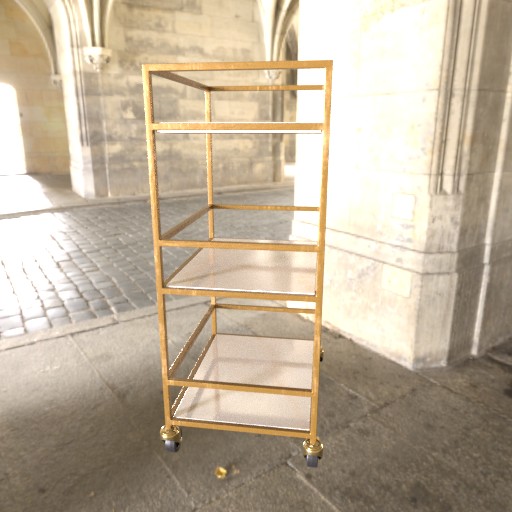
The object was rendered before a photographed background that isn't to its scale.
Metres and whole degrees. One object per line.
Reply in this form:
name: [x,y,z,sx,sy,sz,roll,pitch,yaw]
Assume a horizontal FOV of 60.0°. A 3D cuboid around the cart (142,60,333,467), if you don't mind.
cart: [0.000,0.000,1.014,0.332,0.761,0.483,2,16,8]
